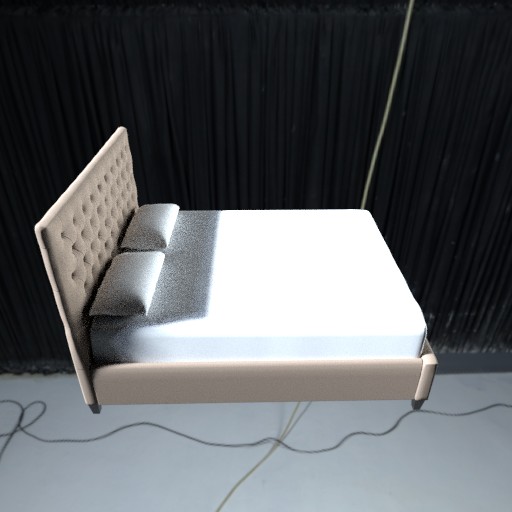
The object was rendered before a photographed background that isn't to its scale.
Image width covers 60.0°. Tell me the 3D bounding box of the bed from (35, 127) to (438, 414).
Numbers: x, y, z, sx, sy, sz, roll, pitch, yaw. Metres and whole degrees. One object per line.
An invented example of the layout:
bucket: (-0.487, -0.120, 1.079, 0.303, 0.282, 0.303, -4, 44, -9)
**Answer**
bed: (0.000, 0.000, 3.254, 2.233, 1.426, 1.696, 0, 32, -1)
